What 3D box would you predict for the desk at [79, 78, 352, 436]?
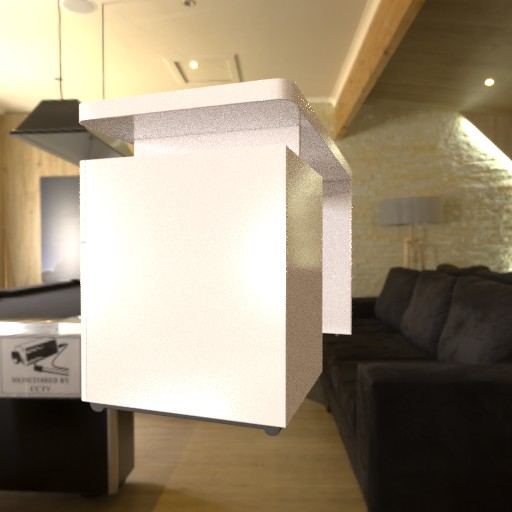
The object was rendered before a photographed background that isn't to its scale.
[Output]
[{"bbox_3d":[0.000,0.000,1.570,0.550,0.760,1.200,0,1,18],"label":"desk"}]
